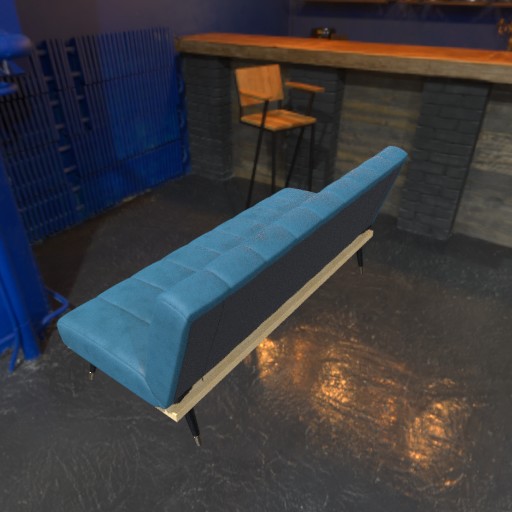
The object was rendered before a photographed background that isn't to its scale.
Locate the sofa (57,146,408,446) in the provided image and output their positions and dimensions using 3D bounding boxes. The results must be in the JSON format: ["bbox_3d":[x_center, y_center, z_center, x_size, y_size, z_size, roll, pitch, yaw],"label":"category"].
[{"bbox_3d":[0.000,0.000,2.283,0.830,0.825,1.810,21,37,30],"label":"sofa"}]
